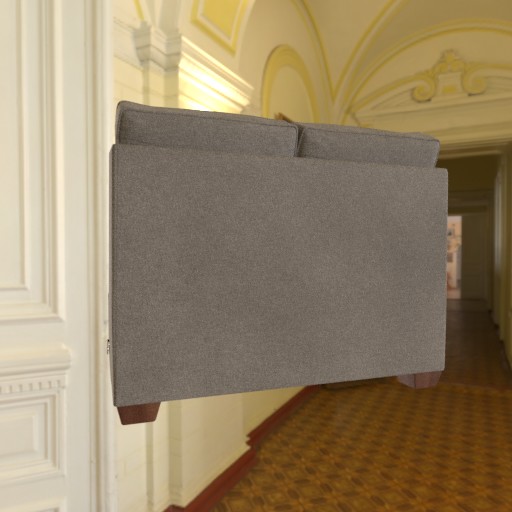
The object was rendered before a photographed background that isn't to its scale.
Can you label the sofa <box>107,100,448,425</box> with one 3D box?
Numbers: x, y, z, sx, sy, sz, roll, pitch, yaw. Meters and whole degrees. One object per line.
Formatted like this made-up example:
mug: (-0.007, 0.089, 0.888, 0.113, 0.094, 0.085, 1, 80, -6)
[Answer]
sofa: (0.000, 0.000, 1.931, 1.237, 1.008, 0.951, 0, 1, -19)
